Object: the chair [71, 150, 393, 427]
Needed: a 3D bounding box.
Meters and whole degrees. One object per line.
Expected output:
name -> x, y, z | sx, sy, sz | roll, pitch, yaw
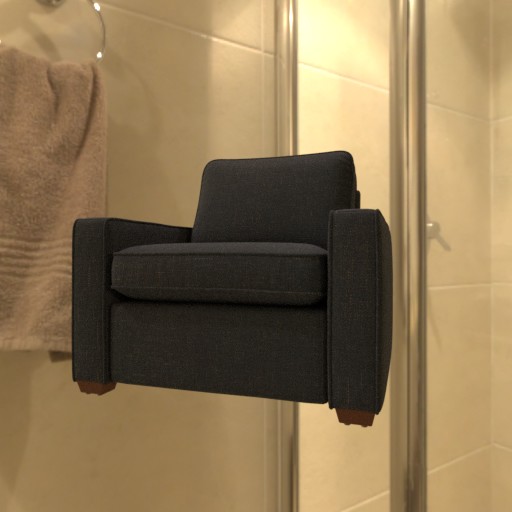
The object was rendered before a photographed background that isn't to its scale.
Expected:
chair -> 0.000, 0.000, 1.738 | 1.017, 0.919, 0.940 | 0, 0, 18
